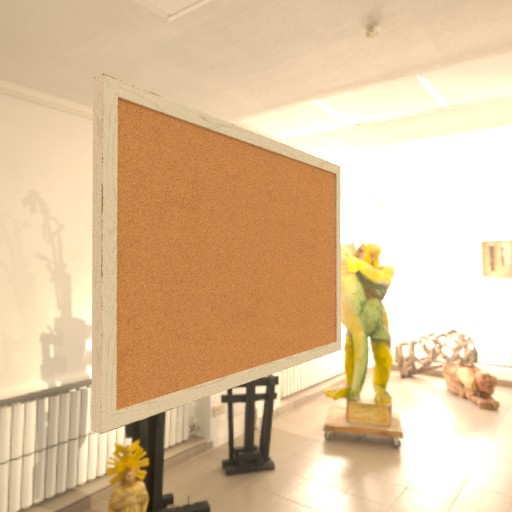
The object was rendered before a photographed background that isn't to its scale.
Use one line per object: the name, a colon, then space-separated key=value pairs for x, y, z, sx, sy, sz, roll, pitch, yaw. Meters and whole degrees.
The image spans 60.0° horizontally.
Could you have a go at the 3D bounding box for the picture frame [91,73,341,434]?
picture frame: x=0.000 y=0.000 z=1.175 sx=0.029 sy=0.640 sz=0.950 roll=-1 pitch=-1 yaw=37
